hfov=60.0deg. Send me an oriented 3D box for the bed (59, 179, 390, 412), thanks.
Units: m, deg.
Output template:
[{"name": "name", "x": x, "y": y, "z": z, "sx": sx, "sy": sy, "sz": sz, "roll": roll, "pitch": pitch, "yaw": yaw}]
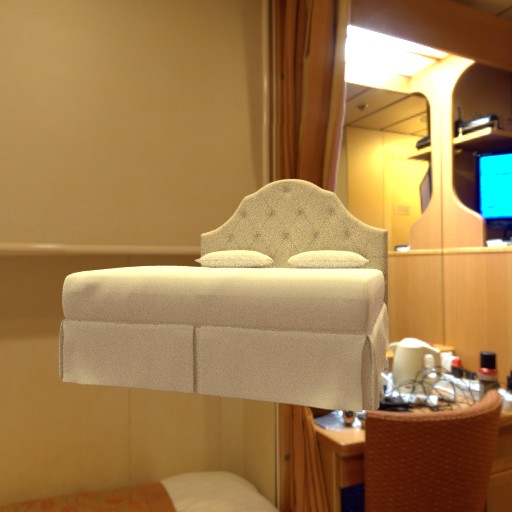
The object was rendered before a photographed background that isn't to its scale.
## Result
[{"name": "bed", "x": 0.000, "y": 0.000, "z": 3.534, "sx": 2.008, "sy": 1.615, "sz": 2.214, "roll": 0, "pitch": -1, "yaw": 18}]
